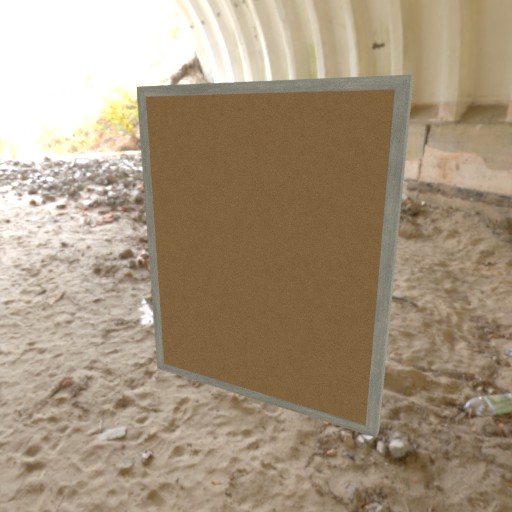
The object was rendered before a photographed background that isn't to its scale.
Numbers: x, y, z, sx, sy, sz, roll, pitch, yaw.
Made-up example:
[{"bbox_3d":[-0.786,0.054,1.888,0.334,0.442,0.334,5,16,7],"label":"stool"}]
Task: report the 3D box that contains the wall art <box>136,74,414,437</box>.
[{"bbox_3d":[0.000,0.000,0.794,0.479,0.582,0.022,9,19,26],"label":"wall art"}]
